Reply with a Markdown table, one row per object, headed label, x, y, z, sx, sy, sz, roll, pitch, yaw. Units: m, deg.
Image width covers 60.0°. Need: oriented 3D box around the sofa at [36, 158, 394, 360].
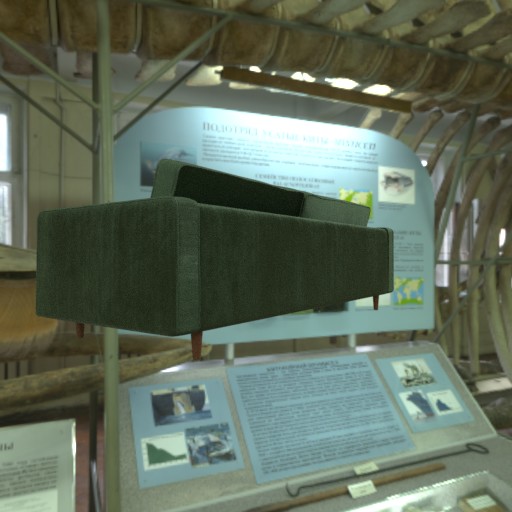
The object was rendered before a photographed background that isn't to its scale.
| label | x | y | z | sx | sy | sz | roll | pitch | yaw |
| --- | --- | --- | --- | --- | --- | --- | --- | --- | --- |
| sofa | 0.000 | 0.000 | 2.619 | 0.918 | 0.769 | 2.199 | 0 | 0 | 36 |
